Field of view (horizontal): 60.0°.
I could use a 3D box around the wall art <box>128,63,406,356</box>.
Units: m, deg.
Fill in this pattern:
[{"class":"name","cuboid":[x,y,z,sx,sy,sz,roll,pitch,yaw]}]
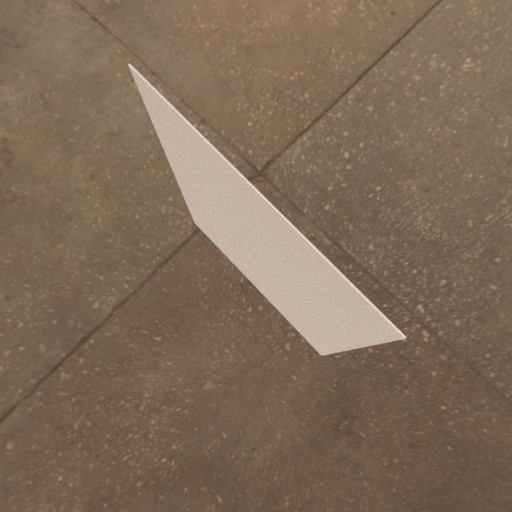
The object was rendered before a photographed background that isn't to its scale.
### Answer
[{"class":"wall art","cuboid":[0.000,0.000,0.800,0.003,0.610,0.457,-42,79,-10]}]
